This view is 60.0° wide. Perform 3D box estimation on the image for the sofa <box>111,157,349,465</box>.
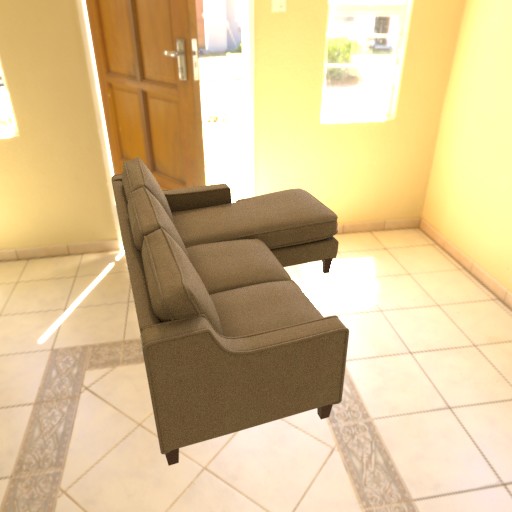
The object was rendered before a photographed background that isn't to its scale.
[{"bbox_3d":[0.000,0.000,3.287,1.858,1.081,2.317,-10,31,-17],"label":"sofa"}]
